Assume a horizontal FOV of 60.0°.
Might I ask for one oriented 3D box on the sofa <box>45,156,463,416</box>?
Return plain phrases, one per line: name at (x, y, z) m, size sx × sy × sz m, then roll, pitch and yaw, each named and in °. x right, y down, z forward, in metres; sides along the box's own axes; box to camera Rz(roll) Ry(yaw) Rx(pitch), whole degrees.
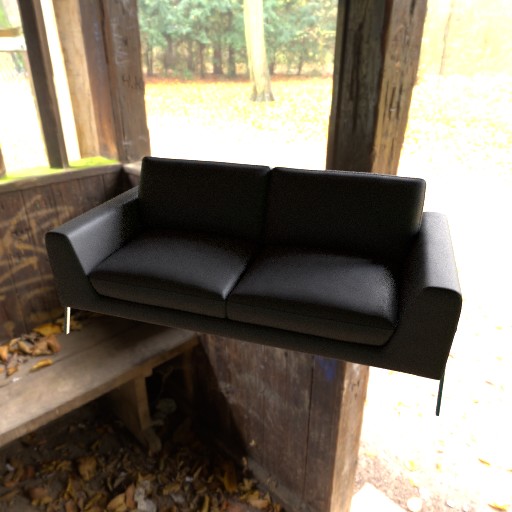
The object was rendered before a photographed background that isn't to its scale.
sofa at (0.000, 0.000, 2.461) m, size 2.017 × 0.875 × 0.953 m, roll 8°, pitch 27°, yaw 16°
